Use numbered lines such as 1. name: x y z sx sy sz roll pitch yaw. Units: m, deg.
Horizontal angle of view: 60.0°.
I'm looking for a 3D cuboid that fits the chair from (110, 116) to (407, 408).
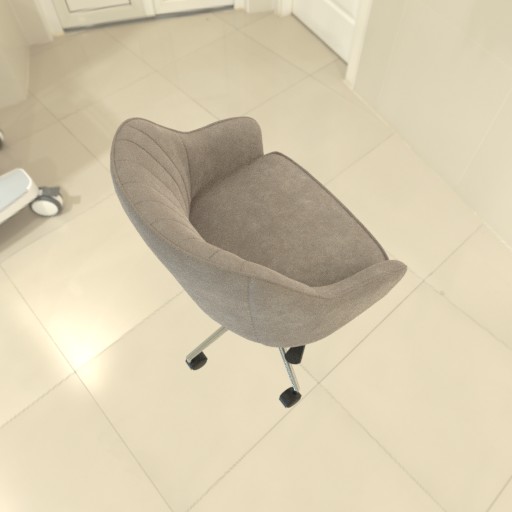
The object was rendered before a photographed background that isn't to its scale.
1. chair: 0.000 0.000 1.227 0.573 0.831 0.635 -31 63 -18
